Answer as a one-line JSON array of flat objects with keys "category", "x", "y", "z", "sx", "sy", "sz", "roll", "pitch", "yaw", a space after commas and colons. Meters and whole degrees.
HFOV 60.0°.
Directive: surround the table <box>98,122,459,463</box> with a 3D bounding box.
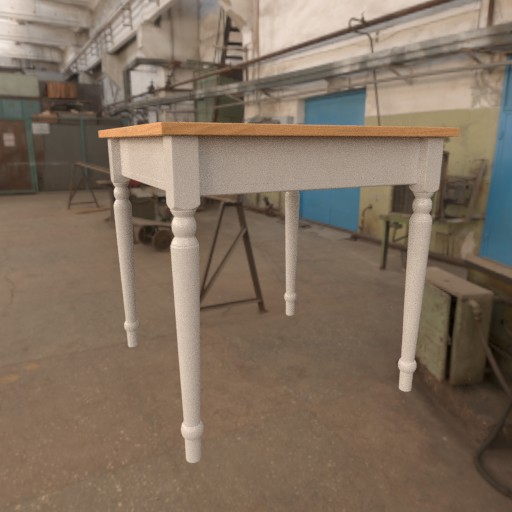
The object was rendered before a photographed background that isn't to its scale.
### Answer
[{"category": "table", "x": 0.000, "y": 0.000, "z": 1.343, "sx": 0.747, "sy": 0.738, "sz": 0.747, "roll": -7, "pitch": 16, "yaw": -26}]
